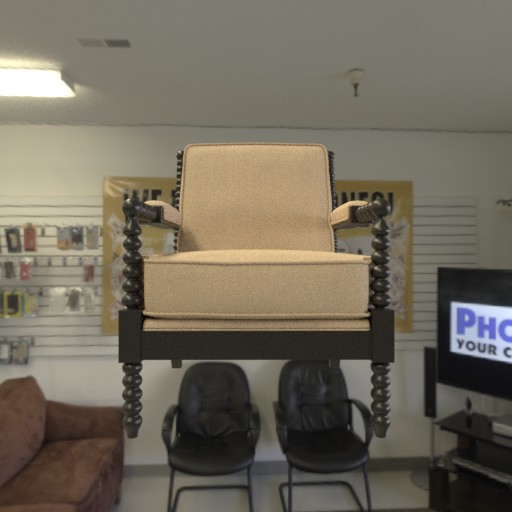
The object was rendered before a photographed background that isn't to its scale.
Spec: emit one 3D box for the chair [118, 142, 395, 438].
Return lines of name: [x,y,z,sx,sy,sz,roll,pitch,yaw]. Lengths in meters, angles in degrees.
chair: [0.000,0.000,1.156,0.555,0.703,0.657,0,0,0]
